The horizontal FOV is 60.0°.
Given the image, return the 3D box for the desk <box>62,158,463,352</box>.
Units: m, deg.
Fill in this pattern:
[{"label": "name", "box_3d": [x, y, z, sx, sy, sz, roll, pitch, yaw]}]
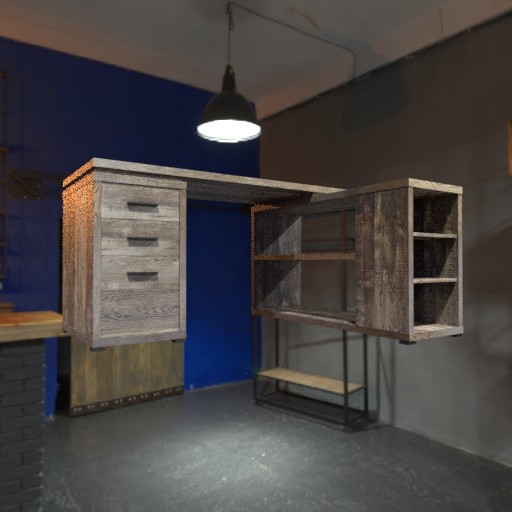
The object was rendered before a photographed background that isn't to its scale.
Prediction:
[{"label": "desk", "box_3d": [0.000, 0.000, 2.144, 1.524, 0.753, 1.200, 0, -1, -34]}]
